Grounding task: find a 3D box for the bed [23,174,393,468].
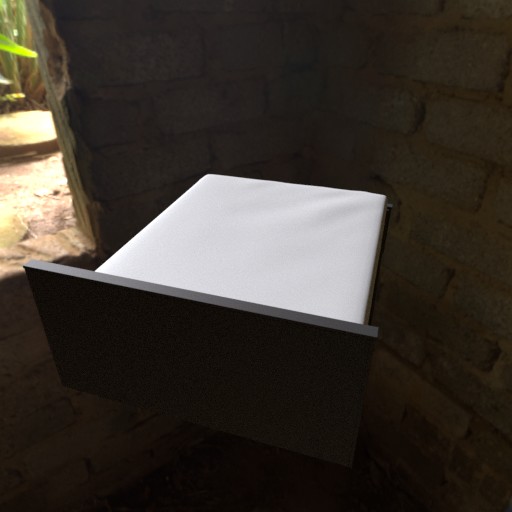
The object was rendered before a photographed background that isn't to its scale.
[{"bbox_3d":[0.000,0.000,2.939,1.634,0.808,2.103,10,33,15],"label":"bed"}]
